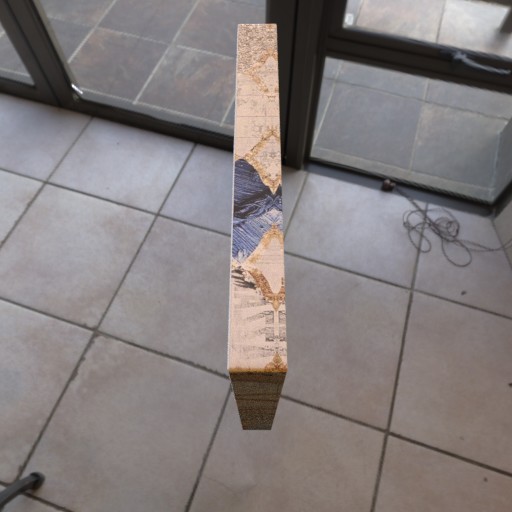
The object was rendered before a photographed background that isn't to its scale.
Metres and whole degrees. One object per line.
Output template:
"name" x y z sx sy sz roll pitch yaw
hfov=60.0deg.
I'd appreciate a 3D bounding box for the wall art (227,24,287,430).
"wall art" 0.000 0.000 0.454 0.036 0.304 0.303 0 63 0
